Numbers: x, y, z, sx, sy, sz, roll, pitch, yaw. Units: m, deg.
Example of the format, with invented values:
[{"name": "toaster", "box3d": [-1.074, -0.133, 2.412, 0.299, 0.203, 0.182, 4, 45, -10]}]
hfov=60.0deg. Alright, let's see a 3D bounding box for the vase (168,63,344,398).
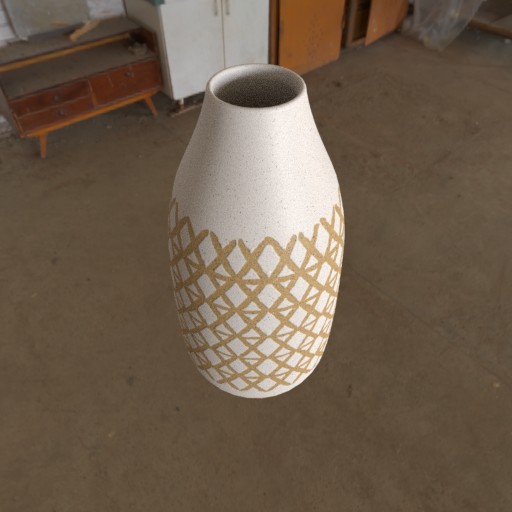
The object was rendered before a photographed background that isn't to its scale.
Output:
[{"name": "vase", "box3d": [0.000, 0.000, 0.473, 0.186, 0.380, 0.186, 0, 47, 0]}]
